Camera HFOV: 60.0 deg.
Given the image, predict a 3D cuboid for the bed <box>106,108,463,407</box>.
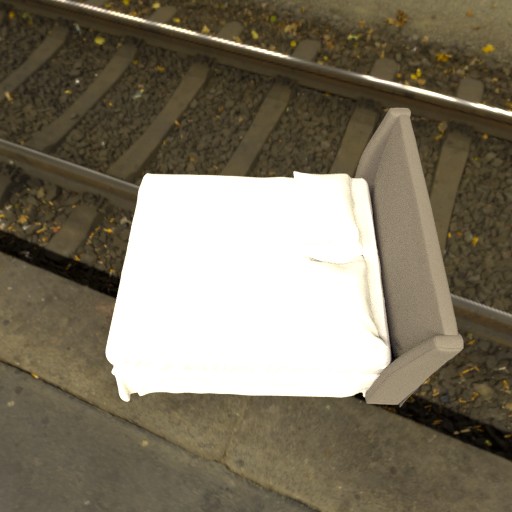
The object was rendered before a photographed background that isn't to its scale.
[{"bbox_3d":[0.000,0.000,3.396,2.276,1.332,1.925,1,58,1],"label":"bed"}]
